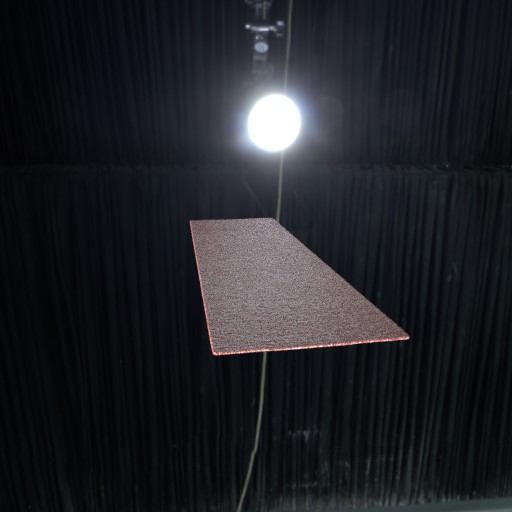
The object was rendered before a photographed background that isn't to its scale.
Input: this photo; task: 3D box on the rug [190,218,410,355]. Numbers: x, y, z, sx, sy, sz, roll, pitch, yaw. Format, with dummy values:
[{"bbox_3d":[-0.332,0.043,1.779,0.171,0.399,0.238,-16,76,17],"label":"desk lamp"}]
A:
[{"bbox_3d":[0.000,0.000,2.569,0.687,0.012,2.307,-3,16,-10],"label":"rug"}]
